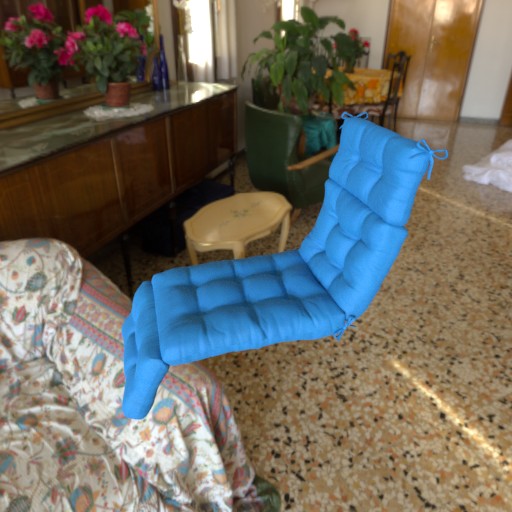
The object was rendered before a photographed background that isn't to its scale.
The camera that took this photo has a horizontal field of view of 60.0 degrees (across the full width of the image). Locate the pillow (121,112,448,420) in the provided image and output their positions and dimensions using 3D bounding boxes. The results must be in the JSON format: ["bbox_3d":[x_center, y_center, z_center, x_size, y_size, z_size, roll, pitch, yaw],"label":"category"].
[{"bbox_3d":[0.000,0.000,1.549,1.016,0.863,0.526,-8,30,-13],"label":"pillow"}]
